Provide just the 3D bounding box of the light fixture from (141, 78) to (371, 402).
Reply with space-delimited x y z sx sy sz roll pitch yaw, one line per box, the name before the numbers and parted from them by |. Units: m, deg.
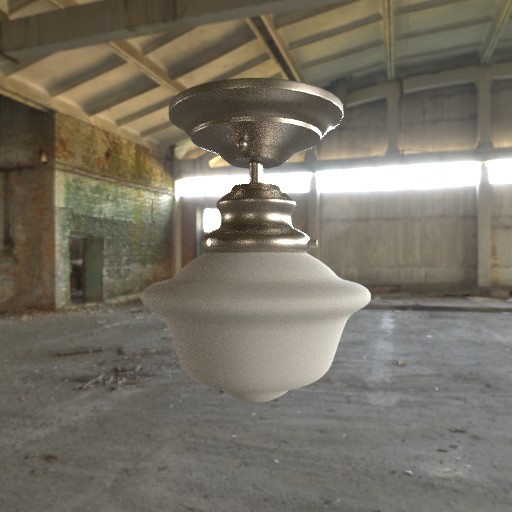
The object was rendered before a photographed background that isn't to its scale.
light fixture | 0.000 0.000 0.391 0.199 0.254 0.199 0 0 0
